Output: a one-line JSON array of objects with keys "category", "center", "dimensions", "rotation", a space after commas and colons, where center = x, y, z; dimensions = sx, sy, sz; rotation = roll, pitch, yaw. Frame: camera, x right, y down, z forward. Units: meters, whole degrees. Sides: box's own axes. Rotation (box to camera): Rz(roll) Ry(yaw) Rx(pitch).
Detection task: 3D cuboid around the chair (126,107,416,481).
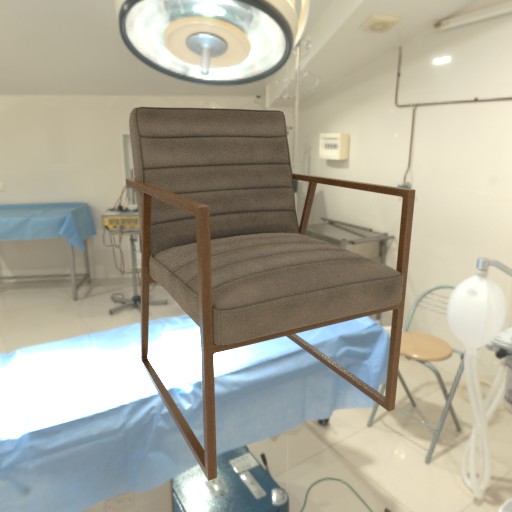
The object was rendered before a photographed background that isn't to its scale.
[{"category": "chair", "center": [0.000, 0.000, 1.291], "dimensions": [0.578, 0.843, 0.682], "rotation": [-8, 17, -27]}]
